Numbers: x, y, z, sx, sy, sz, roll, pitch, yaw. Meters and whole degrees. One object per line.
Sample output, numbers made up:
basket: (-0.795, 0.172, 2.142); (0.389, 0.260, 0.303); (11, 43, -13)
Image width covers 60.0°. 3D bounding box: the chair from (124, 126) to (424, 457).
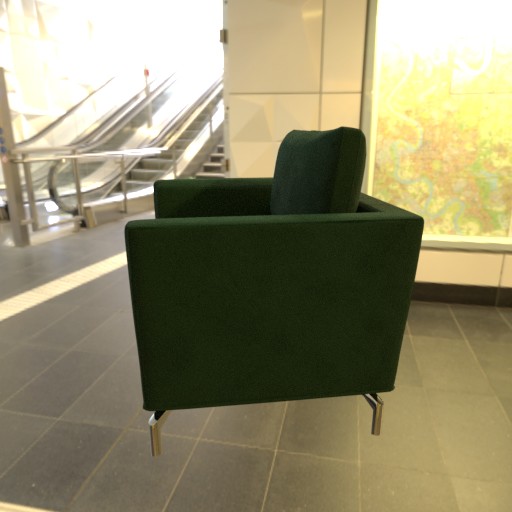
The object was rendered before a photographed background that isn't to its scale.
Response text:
chair: (0.000, 0.000, 1.775); (0.852, 0.997, 1.047); (-2, 16, -7)
